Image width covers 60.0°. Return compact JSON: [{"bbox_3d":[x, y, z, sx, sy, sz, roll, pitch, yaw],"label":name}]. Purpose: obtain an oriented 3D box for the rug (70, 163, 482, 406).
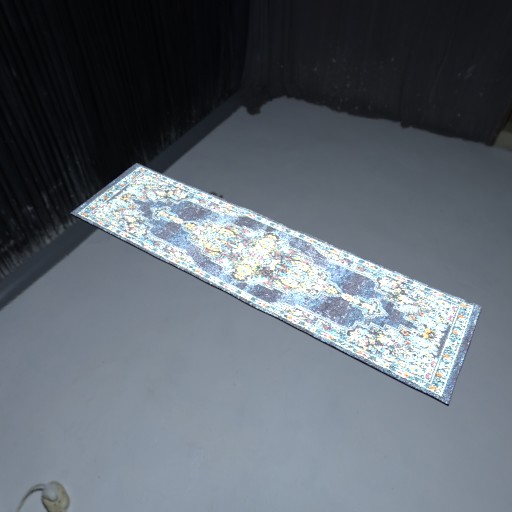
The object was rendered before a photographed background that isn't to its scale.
[{"bbox_3d":[0.000,0.000,2.440,2.283,0.016,0.602,25,52,21],"label":"rug"}]
